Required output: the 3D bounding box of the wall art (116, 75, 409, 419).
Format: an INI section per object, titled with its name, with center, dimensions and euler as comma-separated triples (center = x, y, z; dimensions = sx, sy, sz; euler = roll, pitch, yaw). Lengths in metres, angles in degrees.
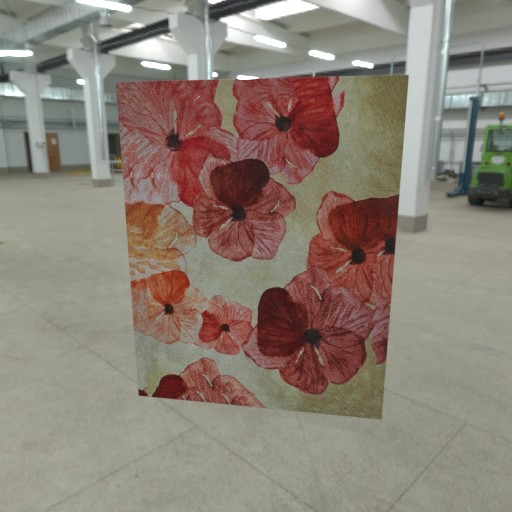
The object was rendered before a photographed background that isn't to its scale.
[wall art]
center = 0.000, 0.000, 0.682
dimensions = 0.406, 0.508, 0.028
euler = 2, 14, 9
